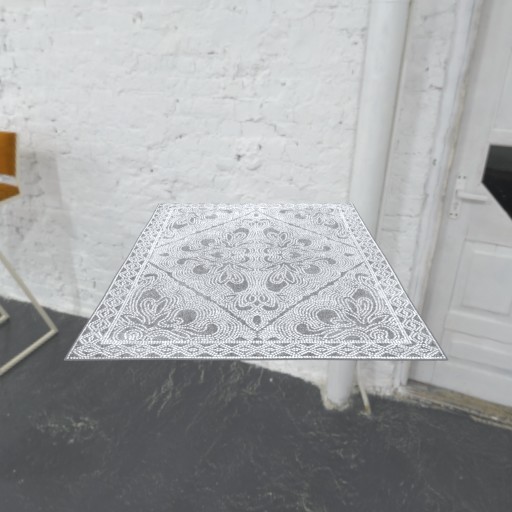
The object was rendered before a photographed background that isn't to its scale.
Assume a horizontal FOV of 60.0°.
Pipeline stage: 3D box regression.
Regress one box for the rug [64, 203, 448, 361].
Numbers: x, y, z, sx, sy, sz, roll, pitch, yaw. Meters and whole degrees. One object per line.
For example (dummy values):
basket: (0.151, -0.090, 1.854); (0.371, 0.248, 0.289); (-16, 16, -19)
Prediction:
rug: (0.000, 0.000, 4.143); (2.438, 0.012, 3.048); (0, 26, 0)
